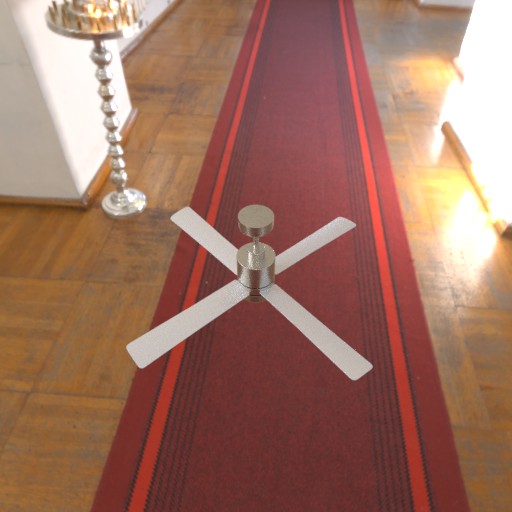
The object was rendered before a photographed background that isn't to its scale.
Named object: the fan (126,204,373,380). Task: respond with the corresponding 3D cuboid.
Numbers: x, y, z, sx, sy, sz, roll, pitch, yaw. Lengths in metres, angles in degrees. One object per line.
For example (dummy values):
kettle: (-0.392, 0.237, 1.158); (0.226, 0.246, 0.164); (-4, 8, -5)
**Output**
fan: (0.000, 0.000, 2.299); (1.525, 0.539, 1.525); (-31, 53, -27)
